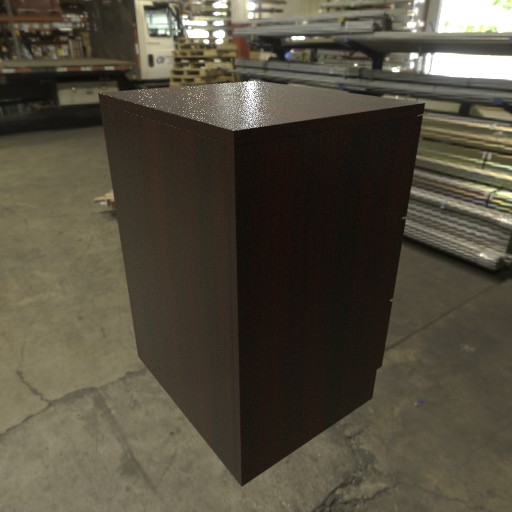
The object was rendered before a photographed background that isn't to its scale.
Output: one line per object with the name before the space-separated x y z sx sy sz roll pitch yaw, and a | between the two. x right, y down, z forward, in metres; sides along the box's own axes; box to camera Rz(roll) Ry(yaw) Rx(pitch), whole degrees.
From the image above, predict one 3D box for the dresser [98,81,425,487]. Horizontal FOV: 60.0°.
dresser | 0.000 0.000 0.822 0.360 0.560 0.400 -19 32 -33
